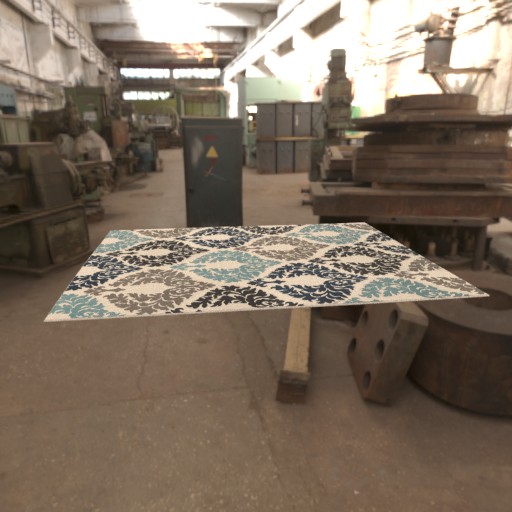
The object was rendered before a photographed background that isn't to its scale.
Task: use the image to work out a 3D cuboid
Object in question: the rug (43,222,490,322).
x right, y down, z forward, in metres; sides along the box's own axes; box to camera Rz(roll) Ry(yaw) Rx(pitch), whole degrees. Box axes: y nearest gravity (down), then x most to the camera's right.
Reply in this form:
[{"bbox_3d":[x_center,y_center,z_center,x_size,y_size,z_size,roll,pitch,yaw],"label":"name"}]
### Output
[{"bbox_3d":[0.000,0.000,4.106,3.040,0.014,2.423,-2,17,-8],"label":"rug"}]
